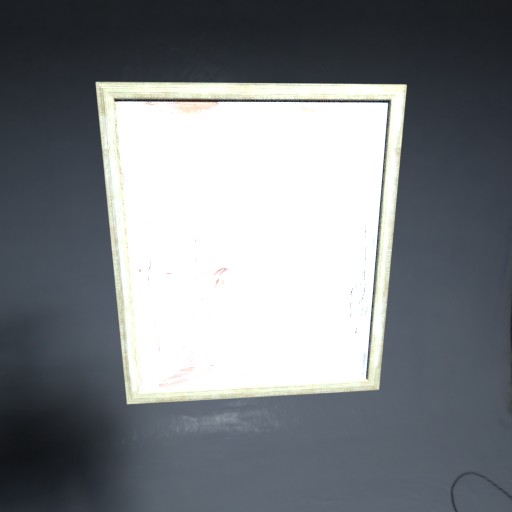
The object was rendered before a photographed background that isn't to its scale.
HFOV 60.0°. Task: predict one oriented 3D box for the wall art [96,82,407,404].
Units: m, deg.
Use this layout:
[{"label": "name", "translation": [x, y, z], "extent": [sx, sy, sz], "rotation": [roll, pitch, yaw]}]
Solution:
[{"label": "wall art", "translation": [0.000, 0.000, 0.768], "extent": [0.483, 0.559, 0.009], "rotation": [-2, 17, -5]}]
